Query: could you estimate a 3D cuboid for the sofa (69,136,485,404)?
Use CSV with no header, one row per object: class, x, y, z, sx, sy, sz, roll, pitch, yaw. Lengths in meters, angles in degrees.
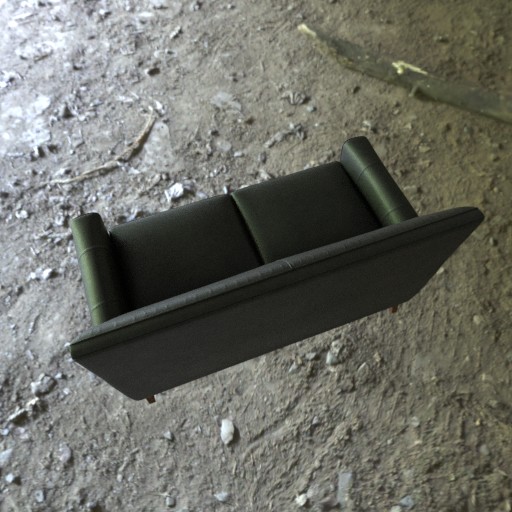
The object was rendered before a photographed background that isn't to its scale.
sofa,0.000,0.000,2.009,1.473,0.871,0.787,-18,60,-11
